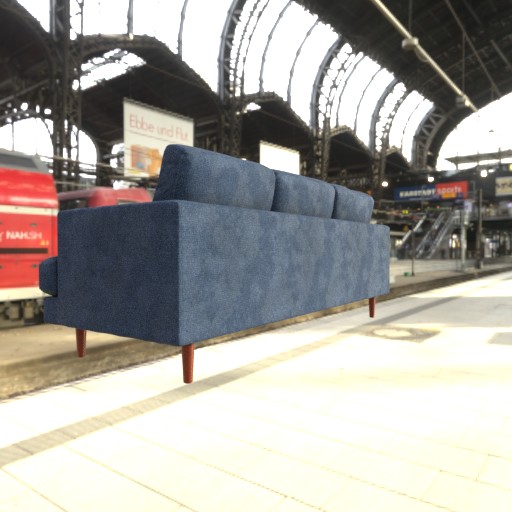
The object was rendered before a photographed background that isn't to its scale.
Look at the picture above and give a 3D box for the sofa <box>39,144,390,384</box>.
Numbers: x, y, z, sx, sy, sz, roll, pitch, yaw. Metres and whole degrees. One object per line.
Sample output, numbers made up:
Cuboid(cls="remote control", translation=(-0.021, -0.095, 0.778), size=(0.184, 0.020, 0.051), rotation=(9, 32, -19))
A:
Cuboid(cls="sofa", translation=(0.000, 0.000, 2.683), size=(0.903, 0.930, 2.246), rotation=(1, 1, 35))
